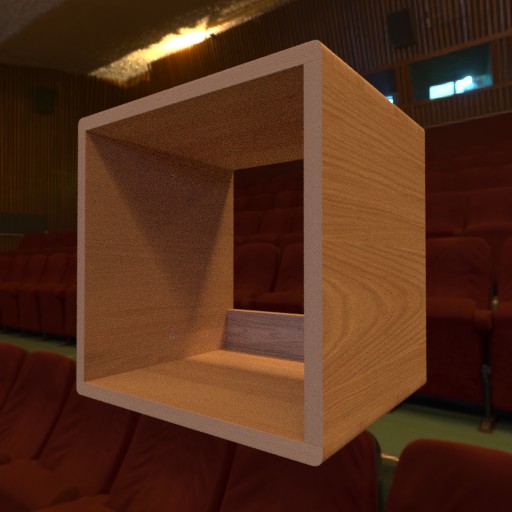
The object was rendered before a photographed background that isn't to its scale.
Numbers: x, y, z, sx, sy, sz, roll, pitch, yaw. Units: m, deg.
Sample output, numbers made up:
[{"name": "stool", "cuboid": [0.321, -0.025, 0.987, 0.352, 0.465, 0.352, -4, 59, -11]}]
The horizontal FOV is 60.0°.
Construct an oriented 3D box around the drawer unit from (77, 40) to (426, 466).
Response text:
[{"name": "drawer unit", "cuboid": [0.000, 0.000, 0.572, 0.344, 0.344, 0.290, -1, -1, 36]}]
